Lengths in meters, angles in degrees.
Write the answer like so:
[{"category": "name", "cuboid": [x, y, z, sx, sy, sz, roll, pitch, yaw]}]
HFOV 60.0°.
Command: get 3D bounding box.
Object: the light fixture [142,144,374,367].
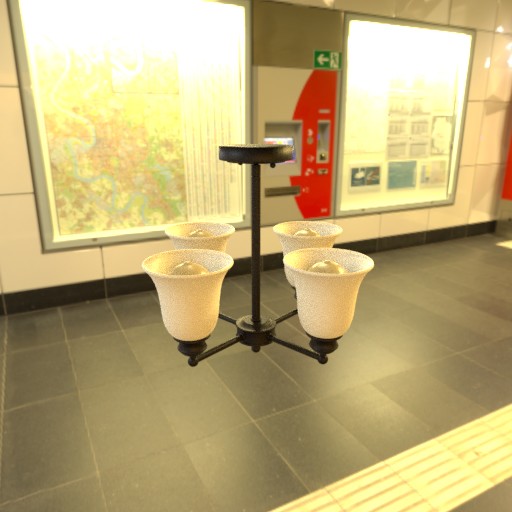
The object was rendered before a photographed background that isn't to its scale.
[{"category": "light fixture", "cuboid": [0.000, 0.000, 1.911, 1.069, 0.925, 1.069, 15, 22, 41]}]
